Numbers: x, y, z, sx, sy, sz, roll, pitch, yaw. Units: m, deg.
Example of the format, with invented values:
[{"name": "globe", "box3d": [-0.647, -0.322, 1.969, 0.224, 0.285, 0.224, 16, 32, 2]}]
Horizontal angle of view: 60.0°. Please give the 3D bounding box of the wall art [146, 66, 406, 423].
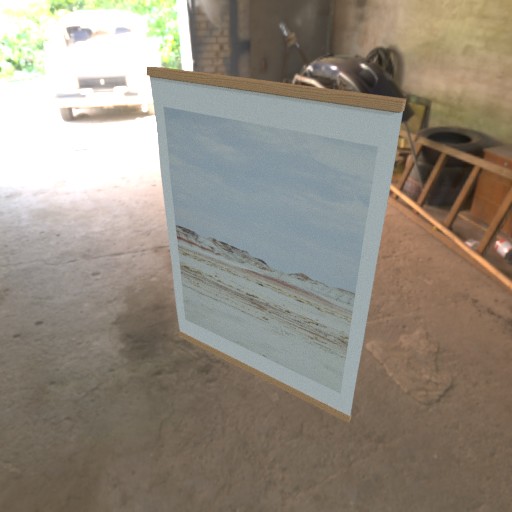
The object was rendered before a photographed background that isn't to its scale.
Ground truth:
[{"name": "wall art", "box3d": [0.000, 0.000, 1.357, 0.739, 1.016, 0.020, 20, 37, 28]}]
